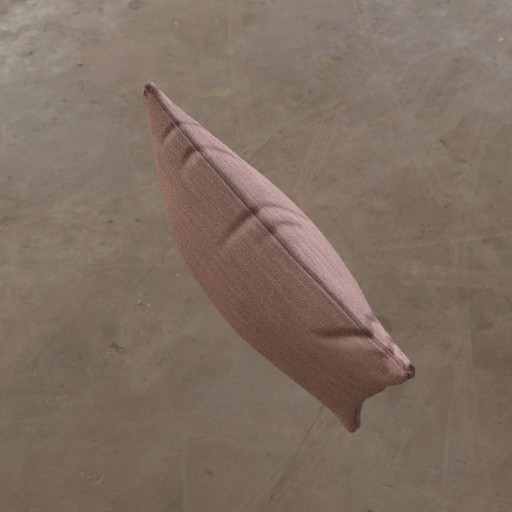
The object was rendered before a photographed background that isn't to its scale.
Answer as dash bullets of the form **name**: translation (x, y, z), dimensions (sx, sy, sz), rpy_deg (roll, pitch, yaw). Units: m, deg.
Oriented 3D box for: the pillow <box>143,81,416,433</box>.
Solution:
- **pillow**: translation (0.000, 0.000, 0.777), dimensions (0.210, 0.338, 0.633), rpy_deg (-32, 64, -18)
